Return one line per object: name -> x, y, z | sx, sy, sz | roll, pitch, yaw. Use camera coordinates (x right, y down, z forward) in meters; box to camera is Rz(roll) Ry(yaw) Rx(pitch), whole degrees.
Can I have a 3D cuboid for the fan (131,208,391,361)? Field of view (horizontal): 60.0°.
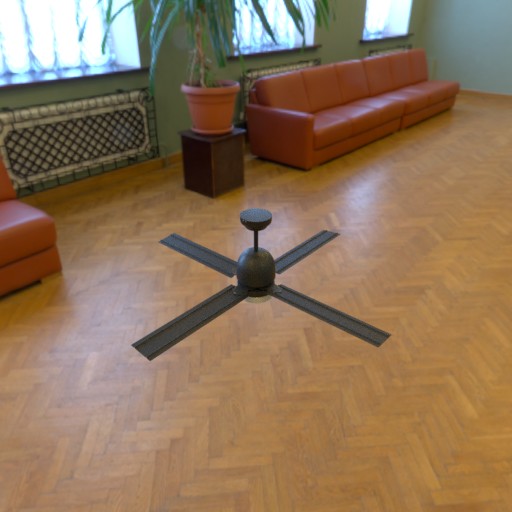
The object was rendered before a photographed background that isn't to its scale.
fan -> 0.000, 0.000, 2.017 | 1.319, 0.410, 1.319 | 22, 37, 33
